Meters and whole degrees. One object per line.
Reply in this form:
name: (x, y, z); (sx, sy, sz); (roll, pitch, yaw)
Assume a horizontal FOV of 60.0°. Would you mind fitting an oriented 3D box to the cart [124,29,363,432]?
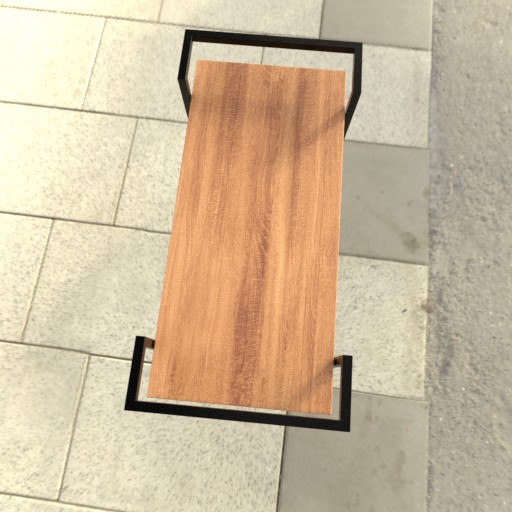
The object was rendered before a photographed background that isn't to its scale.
cart: (0.000, 0.000, 1.242); (0.406, 0.762, 0.806); (5, 75, 1)
